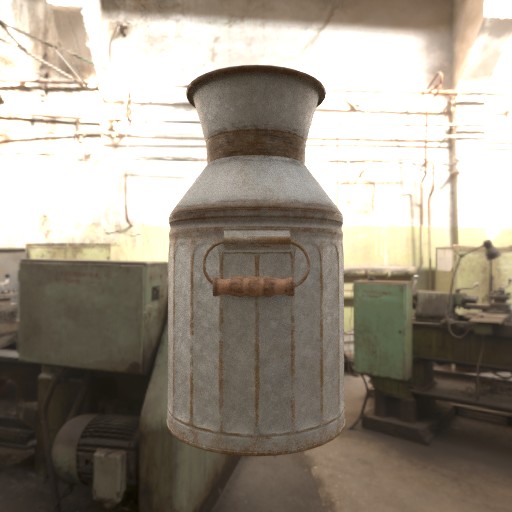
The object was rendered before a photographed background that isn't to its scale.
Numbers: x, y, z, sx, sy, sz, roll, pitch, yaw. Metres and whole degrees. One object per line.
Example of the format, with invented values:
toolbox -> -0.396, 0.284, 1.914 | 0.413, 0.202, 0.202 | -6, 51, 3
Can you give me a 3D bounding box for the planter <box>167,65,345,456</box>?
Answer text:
planter -> 0.000, 0.000, 0.541 | 0.214, 0.396, 0.245 | 0, 0, -1
